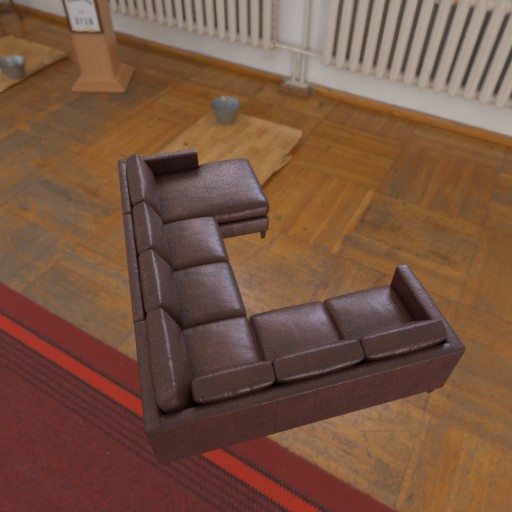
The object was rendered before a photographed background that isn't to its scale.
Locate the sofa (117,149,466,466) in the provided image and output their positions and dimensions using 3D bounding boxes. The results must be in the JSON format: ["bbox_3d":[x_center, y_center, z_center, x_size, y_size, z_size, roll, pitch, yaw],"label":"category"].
[{"bbox_3d":[0.000,0.000,4.490,2.452,0.891,3.324,-11,47,-11],"label":"sofa"}]
